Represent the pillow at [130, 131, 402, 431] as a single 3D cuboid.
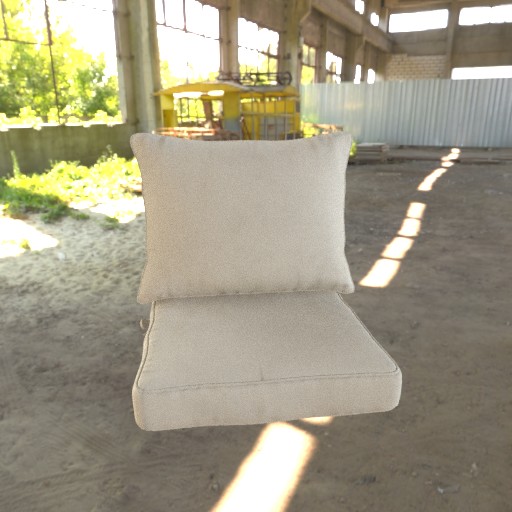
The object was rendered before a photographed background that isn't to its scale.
[{"bbox_3d":[0.000,0.000,1.358,0.798,0.716,0.733,-2,18,-7],"label":"pillow"}]
